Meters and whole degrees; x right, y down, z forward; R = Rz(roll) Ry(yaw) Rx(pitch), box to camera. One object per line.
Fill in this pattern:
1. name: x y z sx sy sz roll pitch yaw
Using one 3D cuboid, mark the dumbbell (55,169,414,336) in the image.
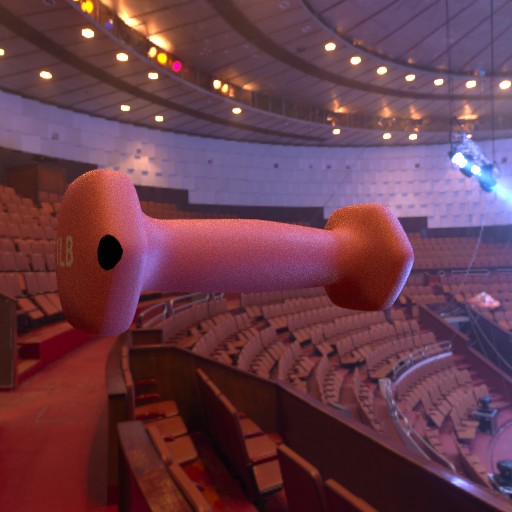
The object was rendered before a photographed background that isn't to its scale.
1. dumbbell: 0.000 0.000 0.150 0.123 0.043 0.047 1 -2 -36
